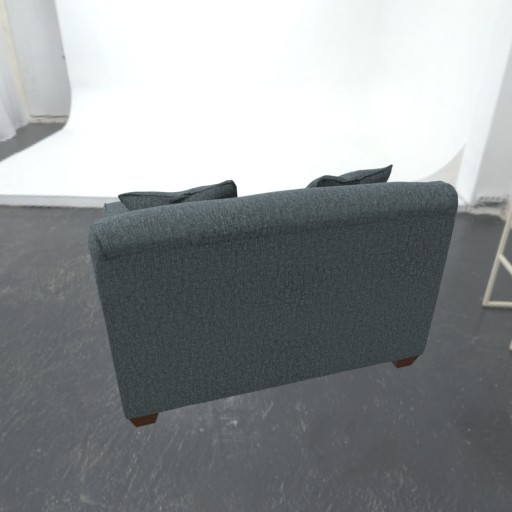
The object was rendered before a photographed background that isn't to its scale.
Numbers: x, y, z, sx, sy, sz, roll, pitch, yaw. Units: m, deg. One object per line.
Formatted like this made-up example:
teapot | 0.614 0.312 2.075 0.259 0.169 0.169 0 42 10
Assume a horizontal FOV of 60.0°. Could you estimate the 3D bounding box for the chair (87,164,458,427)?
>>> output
chair | 0.000 0.000 2.136 1.383 0.948 1.000 -8 30 -14
